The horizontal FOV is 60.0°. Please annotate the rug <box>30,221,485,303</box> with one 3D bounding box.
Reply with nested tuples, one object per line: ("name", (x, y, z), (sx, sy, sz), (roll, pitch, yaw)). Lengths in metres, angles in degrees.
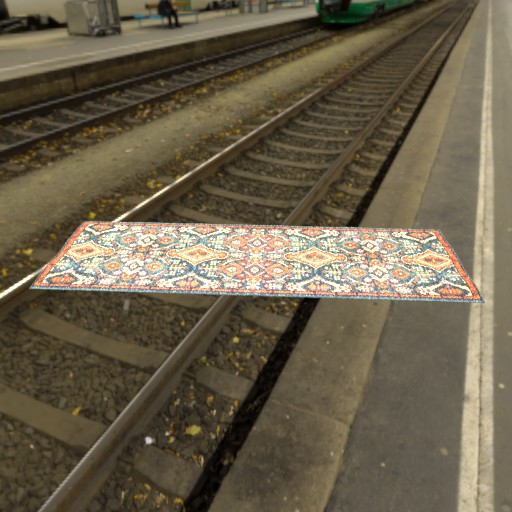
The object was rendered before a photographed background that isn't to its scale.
("rug", (0.000, 0.000, 2.711), (2.459, 0.010, 0.801), (2, 32, 2))
